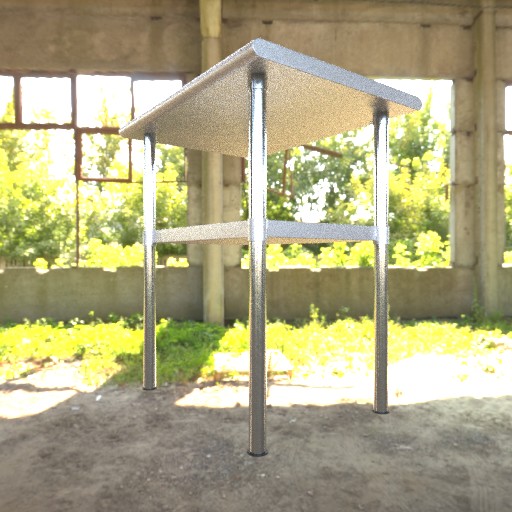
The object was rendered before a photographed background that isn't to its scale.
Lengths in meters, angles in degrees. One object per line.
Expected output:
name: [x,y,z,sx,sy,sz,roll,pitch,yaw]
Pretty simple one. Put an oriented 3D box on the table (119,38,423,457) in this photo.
table: [0.000,0.000,1.359,0.584,0.876,0.762,0,0,-37]
